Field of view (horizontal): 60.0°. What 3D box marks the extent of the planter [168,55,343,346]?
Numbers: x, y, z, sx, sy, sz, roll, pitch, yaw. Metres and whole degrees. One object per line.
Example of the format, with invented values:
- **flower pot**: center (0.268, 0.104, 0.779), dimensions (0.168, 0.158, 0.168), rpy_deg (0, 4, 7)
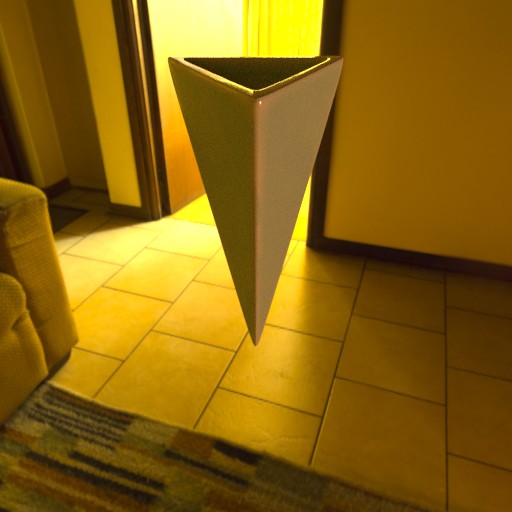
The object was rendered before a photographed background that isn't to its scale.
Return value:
- **planter**: center (0.000, 0.000, 0.224), dimensions (0.080, 0.178, 0.064), rpy_deg (0, 32, 0)
